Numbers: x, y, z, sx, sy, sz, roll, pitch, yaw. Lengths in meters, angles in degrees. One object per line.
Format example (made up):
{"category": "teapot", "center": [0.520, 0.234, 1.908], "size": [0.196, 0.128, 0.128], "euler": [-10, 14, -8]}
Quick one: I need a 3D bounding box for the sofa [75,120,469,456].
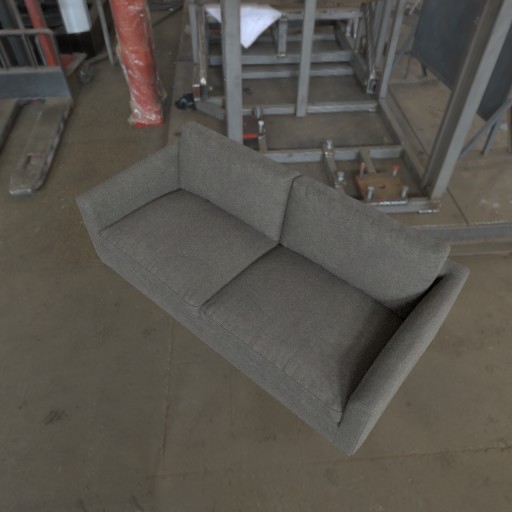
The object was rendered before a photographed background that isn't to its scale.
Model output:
{"category": "sofa", "center": [0.000, 0.000, 2.848], "size": [2.257, 0.838, 1.092], "euler": [32, 54, 27]}
